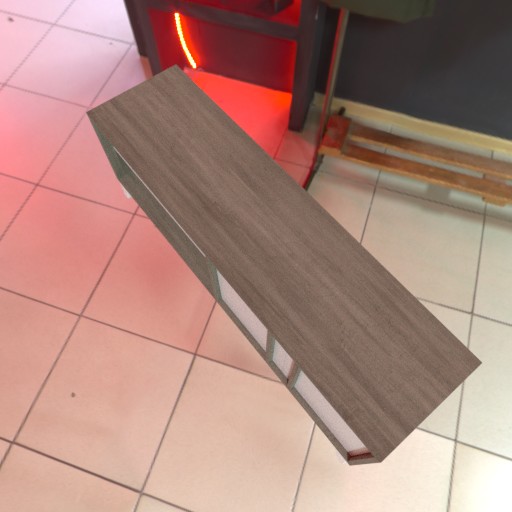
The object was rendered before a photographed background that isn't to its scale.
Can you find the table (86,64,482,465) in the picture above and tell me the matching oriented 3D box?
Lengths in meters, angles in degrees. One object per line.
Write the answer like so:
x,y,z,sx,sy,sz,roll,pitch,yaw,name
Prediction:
0.000,0.000,1.665,0.400,0.530,1.500,-36,69,-16,table
